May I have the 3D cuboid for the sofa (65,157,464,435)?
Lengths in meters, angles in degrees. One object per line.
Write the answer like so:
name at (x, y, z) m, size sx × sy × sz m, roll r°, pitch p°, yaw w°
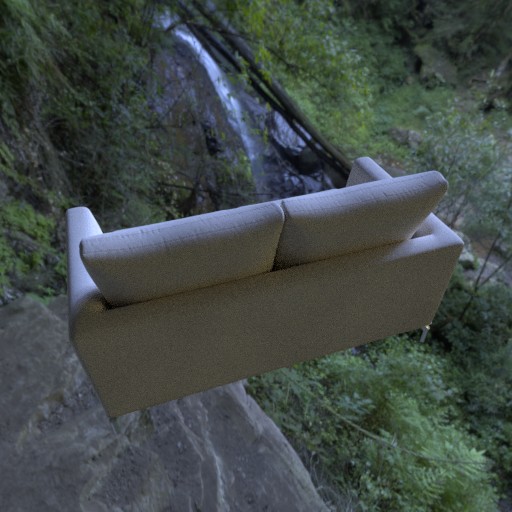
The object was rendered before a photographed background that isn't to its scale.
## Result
sofa at (0.000, 0.000, 2.260) m, size 1.739 × 0.995 × 0.906 m, roll -13°, pitch 42°, yaw -14°
